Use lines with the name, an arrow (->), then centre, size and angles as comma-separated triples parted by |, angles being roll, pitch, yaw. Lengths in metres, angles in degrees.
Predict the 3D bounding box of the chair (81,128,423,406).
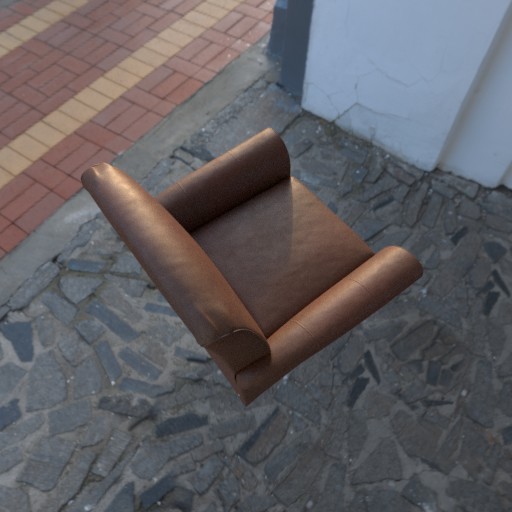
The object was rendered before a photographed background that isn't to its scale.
chair -> 0.000, 0.000, 1.819 | 0.902, 1.061, 0.978 | -33, 64, -18
